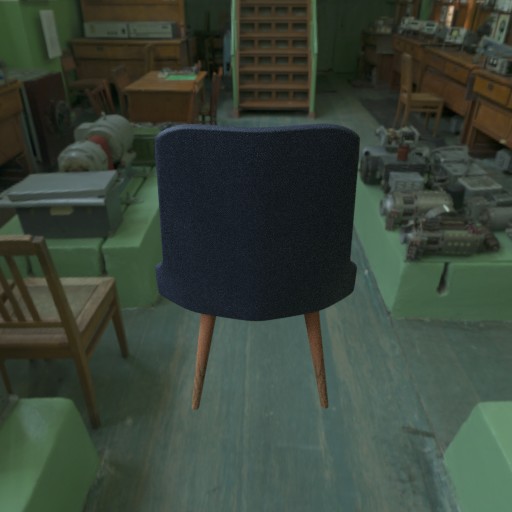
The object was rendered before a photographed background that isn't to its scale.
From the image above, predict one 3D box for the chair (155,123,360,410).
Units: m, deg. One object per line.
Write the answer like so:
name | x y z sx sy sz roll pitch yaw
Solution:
chair | 0.000 0.000 1.168 0.504 0.820 0.567 0 31 -1
